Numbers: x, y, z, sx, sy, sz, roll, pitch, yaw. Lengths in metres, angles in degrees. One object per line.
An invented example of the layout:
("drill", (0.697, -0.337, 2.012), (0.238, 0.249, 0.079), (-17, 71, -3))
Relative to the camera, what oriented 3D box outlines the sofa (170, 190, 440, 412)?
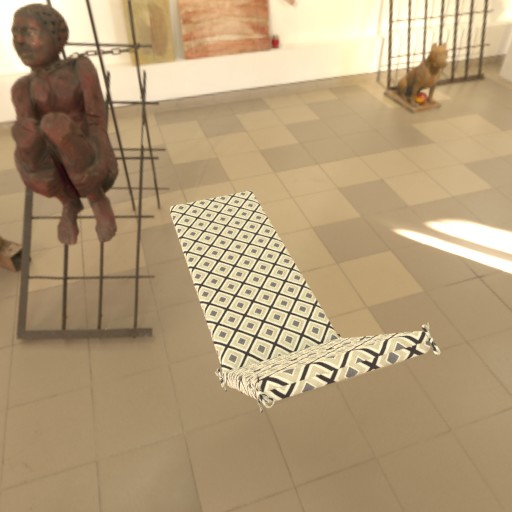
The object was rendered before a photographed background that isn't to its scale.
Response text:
("sofa", (0.000, 0.000, 1.940), (0.582, 0.622, 1.663), (-13, 44, -14))
